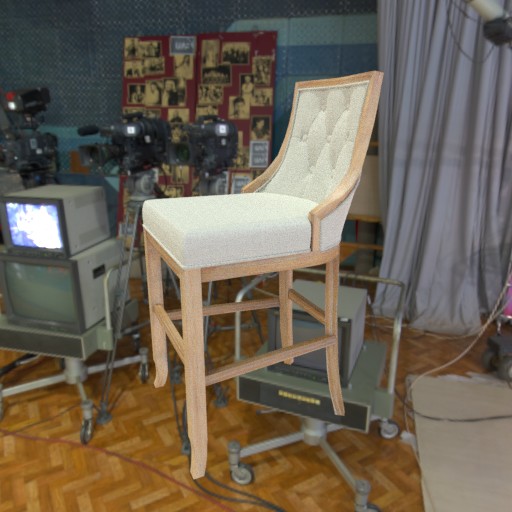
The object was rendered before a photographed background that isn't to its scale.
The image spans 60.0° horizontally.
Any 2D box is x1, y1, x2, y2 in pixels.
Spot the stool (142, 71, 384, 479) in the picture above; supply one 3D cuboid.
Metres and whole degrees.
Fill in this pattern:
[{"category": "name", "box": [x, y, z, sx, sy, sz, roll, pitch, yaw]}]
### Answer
[{"category": "stool", "box": [0.000, 0.000, 1.442, 0.626, 1.101, 0.524, -8, 19, -23]}]
